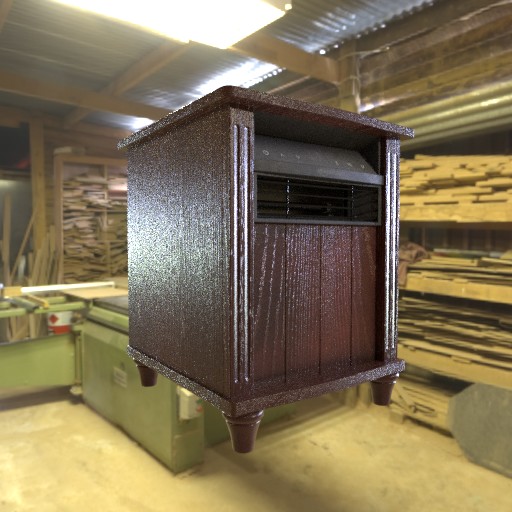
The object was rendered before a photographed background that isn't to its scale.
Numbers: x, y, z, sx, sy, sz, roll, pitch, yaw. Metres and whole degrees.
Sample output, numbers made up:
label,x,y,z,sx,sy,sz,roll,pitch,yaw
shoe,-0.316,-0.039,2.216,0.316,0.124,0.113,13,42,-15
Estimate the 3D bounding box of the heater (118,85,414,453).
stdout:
label,x,y,z,sx,sy,sz,roll,pitch,yaw
heater,0.000,0.000,0.772,0.362,0.481,0.400,-1,3,-36
